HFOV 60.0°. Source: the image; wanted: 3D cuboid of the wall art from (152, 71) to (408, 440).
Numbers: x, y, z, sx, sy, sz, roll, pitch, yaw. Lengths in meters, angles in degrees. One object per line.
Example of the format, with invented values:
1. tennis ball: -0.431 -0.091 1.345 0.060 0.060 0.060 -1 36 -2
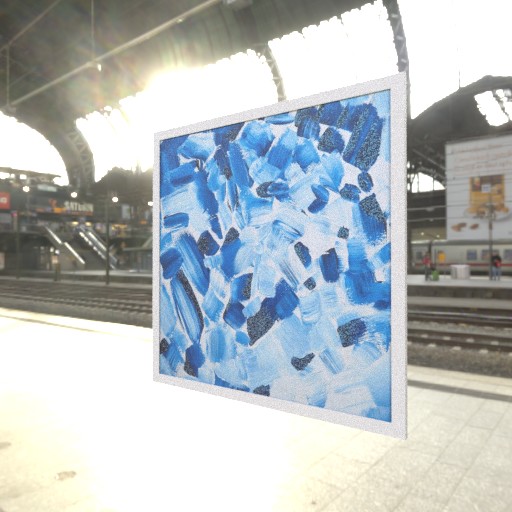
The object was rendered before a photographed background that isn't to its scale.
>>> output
1. wall art: 0.000 0.000 1.216 0.812 0.812 0.015 0 -1 35
